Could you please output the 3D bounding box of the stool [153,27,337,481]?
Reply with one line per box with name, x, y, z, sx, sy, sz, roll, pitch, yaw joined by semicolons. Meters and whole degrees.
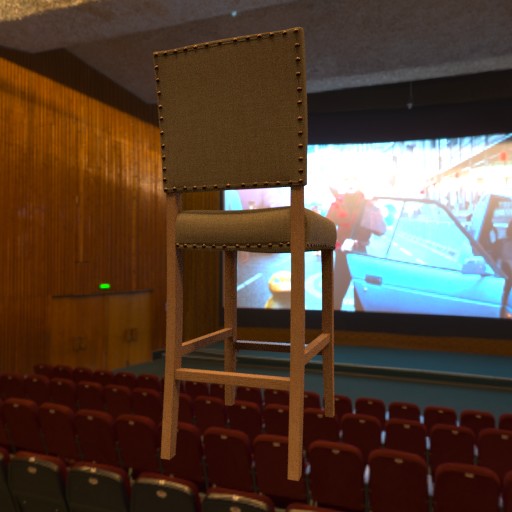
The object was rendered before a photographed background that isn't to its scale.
stool;0.000;0.000;1.450;0.445;1.173;0.585;0;-1;19
